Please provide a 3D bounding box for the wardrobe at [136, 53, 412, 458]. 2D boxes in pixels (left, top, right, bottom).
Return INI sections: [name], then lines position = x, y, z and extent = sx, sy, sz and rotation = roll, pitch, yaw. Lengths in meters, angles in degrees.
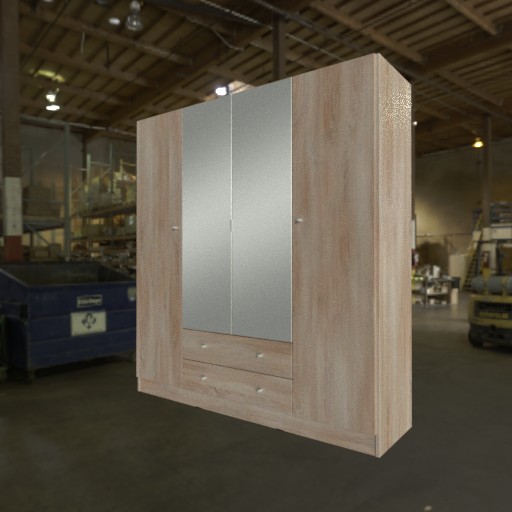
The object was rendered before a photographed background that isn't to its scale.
[wardrobe]
position = 0.000, 0.000, 3.151
extent = 1.998, 2.159, 0.598
rotation = 0, 0, 37
